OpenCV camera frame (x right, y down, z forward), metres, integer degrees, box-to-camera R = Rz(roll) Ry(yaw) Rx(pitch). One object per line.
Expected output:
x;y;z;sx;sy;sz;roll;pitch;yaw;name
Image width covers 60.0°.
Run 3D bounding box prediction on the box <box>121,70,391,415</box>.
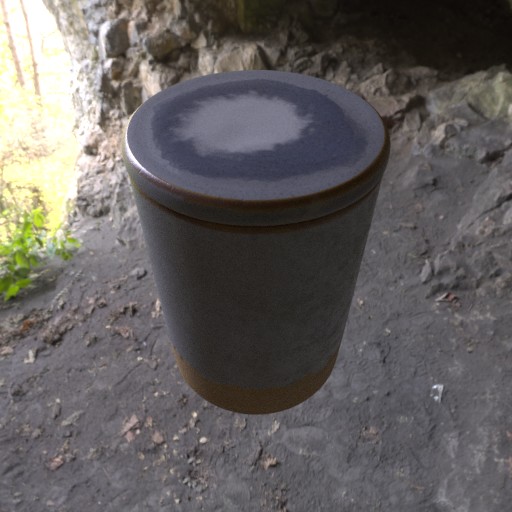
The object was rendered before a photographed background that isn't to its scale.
0.000;0.000;0.254;0.118;0.168;0.118;0;45;0;box
